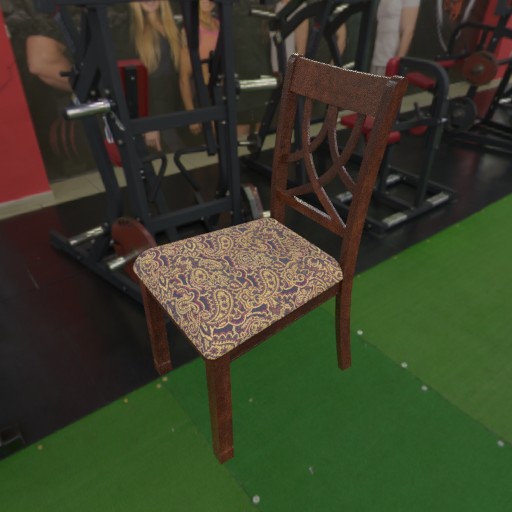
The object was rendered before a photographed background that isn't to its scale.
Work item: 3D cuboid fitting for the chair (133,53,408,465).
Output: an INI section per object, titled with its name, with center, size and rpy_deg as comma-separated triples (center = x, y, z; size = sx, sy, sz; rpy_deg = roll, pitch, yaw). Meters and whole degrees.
[chair]
center = 0.000, 0.000, 1.264
size = 0.584, 0.965, 0.457
rpy_deg = -21, 39, -29
